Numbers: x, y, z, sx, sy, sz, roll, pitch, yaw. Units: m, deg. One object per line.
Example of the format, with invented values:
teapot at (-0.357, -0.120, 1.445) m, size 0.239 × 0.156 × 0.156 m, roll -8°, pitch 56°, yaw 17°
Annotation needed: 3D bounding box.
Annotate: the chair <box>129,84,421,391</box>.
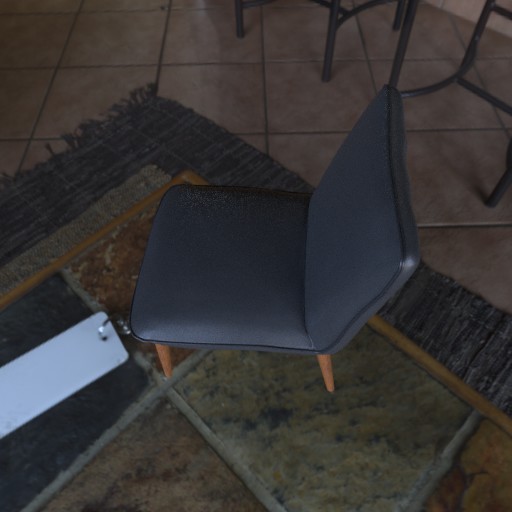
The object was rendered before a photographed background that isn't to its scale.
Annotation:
chair at (0.000, 0.000, 1.205) m, size 0.645 × 0.801 × 0.543 m, roll 1°, pitch 58°, yaw 1°
